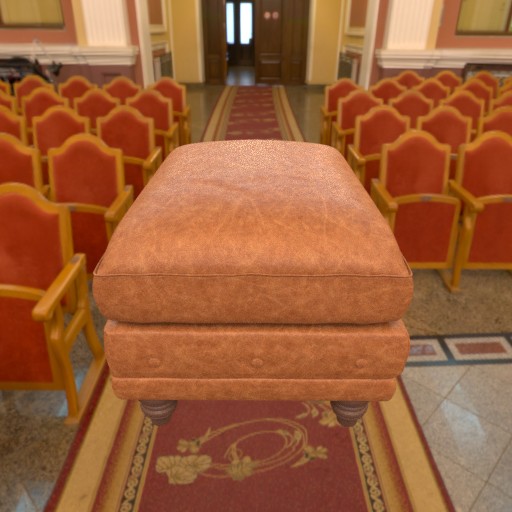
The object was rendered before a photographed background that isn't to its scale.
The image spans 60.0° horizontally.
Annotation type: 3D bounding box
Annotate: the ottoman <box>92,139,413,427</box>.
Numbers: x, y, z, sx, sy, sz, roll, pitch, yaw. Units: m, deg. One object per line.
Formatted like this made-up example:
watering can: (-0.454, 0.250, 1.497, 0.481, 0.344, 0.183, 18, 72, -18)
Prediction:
ottoman: (0.000, 0.000, 1.063, 0.533, 0.480, 0.710, 0, 27, 0)
